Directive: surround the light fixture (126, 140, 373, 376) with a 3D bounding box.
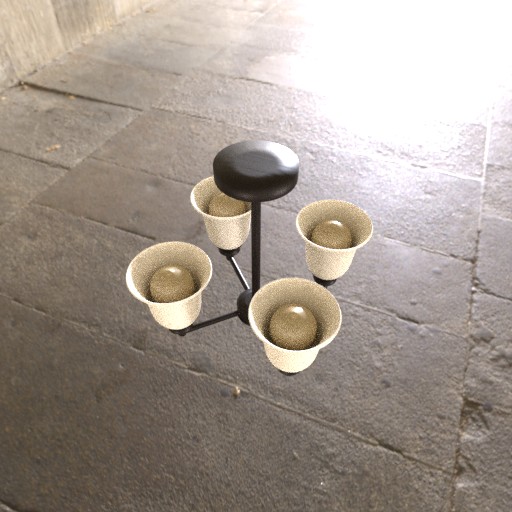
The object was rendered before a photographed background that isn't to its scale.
[{"bbox_3d":[0.000,0.000,1.872,1.069,0.925,1.069,-16,48,-15],"label":"light fixture"}]
